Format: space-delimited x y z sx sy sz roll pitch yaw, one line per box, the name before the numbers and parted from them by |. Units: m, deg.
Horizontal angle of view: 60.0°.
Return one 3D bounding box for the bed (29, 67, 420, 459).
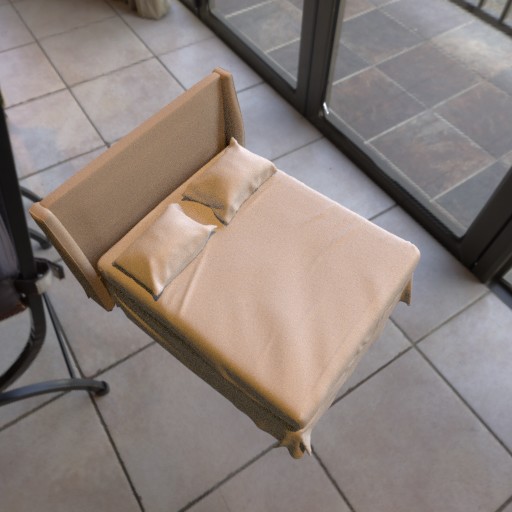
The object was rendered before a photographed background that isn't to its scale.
bed | 0.000 0.000 3.418 2.276 1.332 1.925 33 64 19
